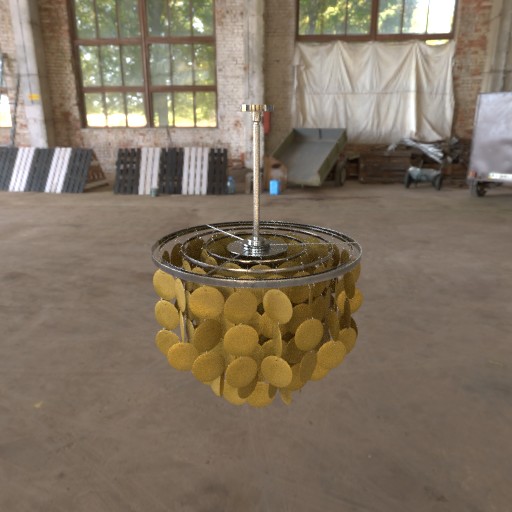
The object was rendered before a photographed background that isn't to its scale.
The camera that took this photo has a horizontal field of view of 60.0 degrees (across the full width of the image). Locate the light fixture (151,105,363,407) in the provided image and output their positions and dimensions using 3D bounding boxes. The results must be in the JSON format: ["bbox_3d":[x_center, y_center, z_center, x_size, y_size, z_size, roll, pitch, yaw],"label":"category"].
[{"bbox_3d":[0.000,0.000,0.763,0.368,0.492,0.368,0,18,0],"label":"light fixture"}]
